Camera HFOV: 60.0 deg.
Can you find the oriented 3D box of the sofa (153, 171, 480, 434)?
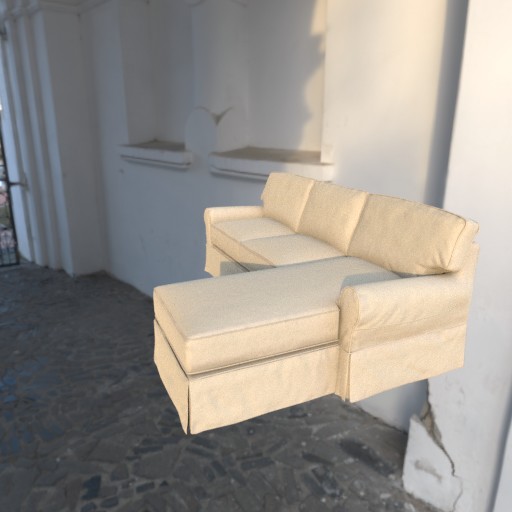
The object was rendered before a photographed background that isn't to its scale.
[{"bbox_3d":[0.000,0.000,3.276,1.733,0.978,2.475,-8,19,-23],"label":"sofa"}]
